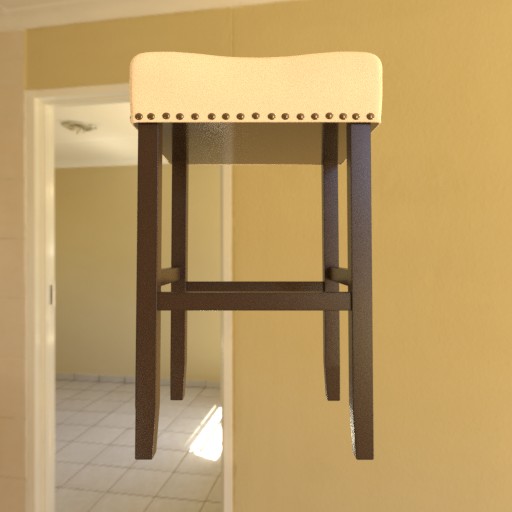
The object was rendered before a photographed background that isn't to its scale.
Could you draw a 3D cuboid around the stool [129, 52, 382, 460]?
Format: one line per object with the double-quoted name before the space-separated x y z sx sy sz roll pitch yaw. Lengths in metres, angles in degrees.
"stool" 0.000 0.000 1.010 0.471 0.762 0.401 0 0 0
